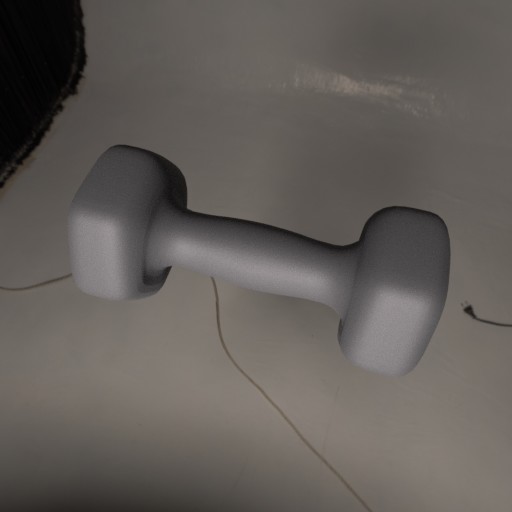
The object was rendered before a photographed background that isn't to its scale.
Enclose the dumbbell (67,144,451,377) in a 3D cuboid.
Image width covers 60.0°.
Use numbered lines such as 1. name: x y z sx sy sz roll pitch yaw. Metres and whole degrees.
1. dumbbell: 0.000 0.000 0.304 0.240 0.105 0.116 14 60 8
